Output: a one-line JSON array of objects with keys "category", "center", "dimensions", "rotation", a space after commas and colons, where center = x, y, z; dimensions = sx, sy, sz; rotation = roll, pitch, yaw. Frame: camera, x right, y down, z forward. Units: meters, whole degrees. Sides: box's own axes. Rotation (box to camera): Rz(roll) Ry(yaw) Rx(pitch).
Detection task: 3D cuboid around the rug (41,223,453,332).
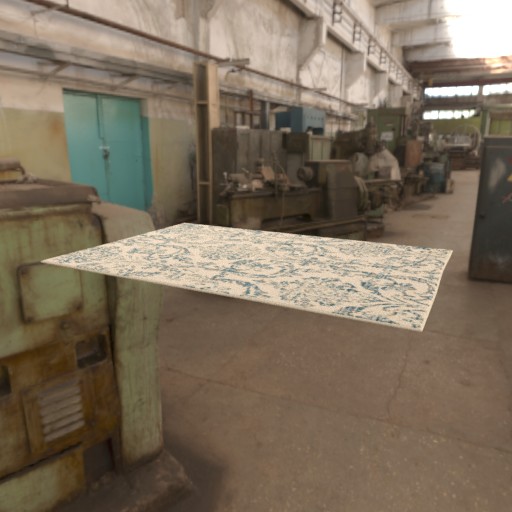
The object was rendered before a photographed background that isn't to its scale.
[{"category": "rug", "center": [0.000, 0.000, 2.350], "dimensions": [1.831, 0.012, 1.213], "rotation": [7, 16, 27]}]
